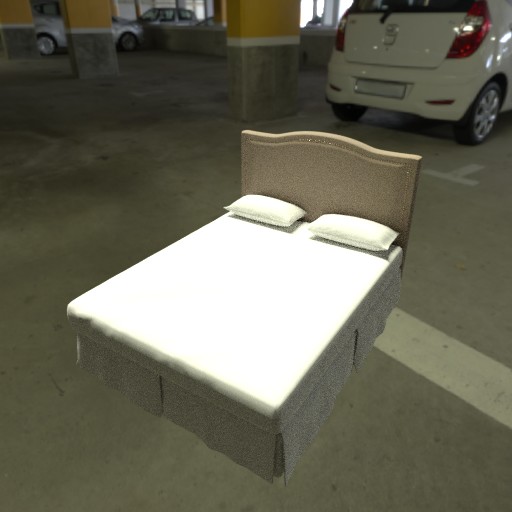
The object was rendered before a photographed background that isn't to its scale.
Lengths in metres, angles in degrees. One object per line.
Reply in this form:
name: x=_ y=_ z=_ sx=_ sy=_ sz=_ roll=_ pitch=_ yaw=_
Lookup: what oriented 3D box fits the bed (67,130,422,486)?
bed: x=0.000 y=0.000 z=3.389 sx=1.821 sy=1.436 sz=2.282 roll=17 pitch=33 yaw=28
